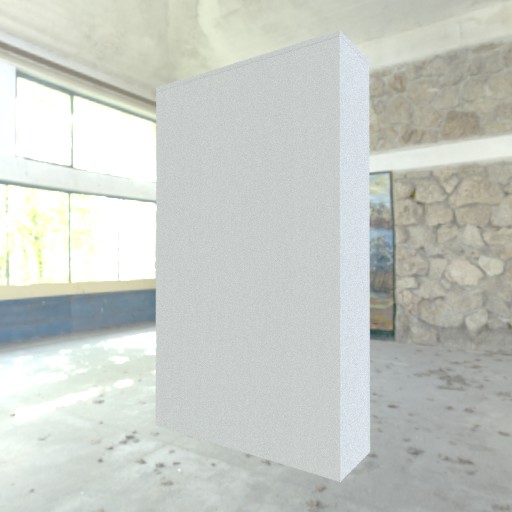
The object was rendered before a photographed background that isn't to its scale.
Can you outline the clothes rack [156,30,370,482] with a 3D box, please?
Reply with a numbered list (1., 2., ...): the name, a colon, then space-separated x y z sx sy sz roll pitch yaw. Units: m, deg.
1. clothes rack: 0.000 0.000 1.570 0.750 1.280 0.250 0 0 35
